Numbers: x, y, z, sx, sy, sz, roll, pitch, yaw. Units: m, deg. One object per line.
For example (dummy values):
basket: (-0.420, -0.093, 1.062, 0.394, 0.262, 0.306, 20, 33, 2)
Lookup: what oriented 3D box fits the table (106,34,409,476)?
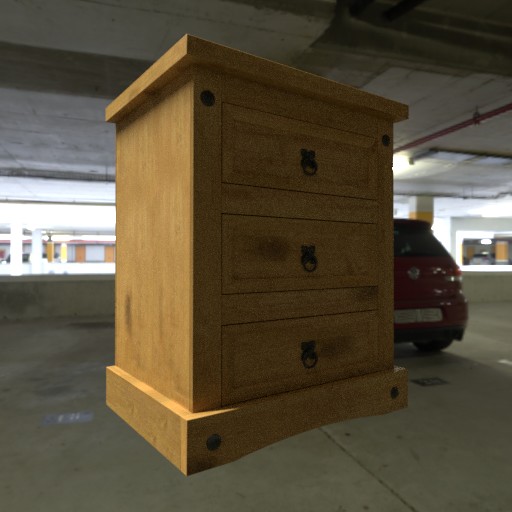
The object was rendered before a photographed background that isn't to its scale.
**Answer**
table: (0.000, 0.000, 1.203, 0.660, 0.813, 0.500, 0, 0, -35)
